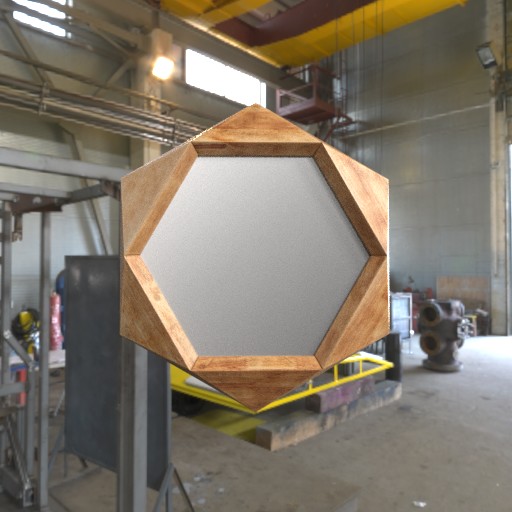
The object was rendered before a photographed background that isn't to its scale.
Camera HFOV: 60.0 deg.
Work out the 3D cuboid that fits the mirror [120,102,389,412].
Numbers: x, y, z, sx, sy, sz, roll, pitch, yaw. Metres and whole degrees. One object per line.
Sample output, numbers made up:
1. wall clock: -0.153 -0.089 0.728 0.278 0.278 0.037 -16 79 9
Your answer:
1. mirror: 0.000 0.000 1.076 0.675 0.779 0.091 0 -1 -1
